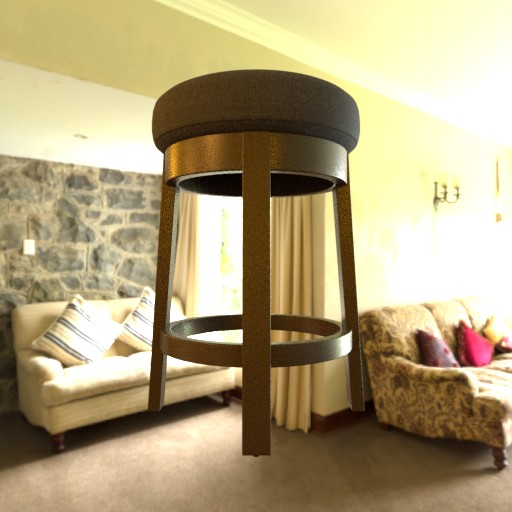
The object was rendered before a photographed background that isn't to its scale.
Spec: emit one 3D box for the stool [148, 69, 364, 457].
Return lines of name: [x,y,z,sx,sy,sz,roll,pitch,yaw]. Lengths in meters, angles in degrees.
stool: [0.000,0.000,0.939,0.449,0.655,0.449,0,0,0]
